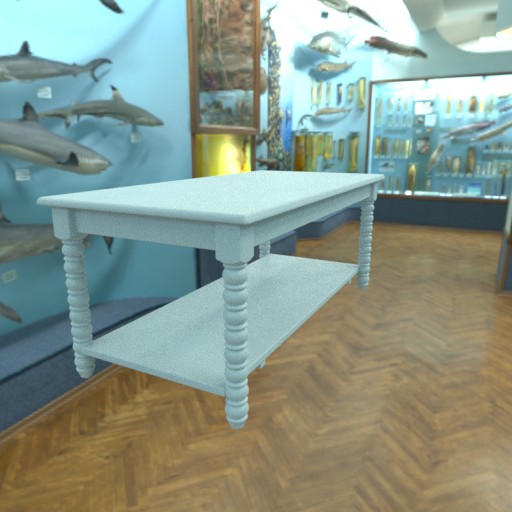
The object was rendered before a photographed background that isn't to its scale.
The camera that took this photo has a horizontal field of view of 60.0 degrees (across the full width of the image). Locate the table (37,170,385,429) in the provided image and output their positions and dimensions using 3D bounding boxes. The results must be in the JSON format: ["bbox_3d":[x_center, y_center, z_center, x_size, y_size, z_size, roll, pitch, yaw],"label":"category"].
[{"bbox_3d":[0.000,0.000,1.488,0.580,0.487,1.171,7,16,27],"label":"table"}]
